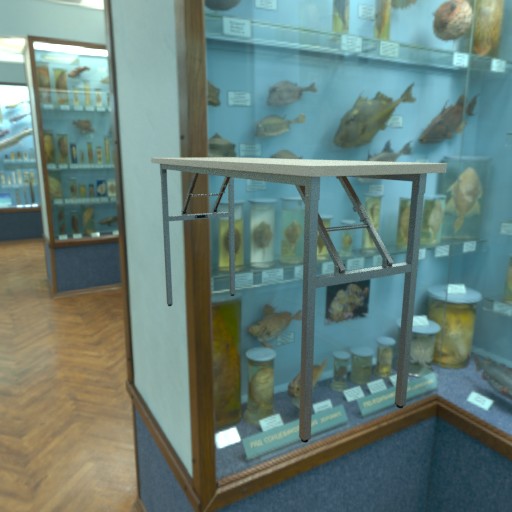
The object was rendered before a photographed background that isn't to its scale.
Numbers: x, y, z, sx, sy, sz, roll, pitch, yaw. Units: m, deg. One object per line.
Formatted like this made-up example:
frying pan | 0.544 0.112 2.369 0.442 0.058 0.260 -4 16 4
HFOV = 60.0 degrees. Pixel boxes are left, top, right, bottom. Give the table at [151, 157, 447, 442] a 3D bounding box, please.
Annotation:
table | 0.000 0.000 1.768 0.446 0.750 1.397 -7 15 -27
